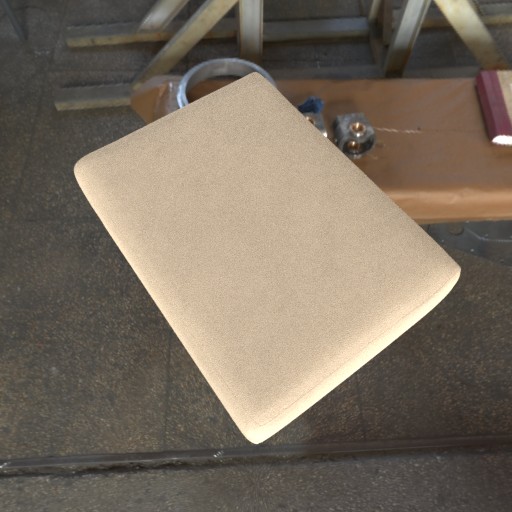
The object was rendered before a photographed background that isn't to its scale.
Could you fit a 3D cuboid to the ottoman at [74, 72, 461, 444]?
[{"bbox_3d":[0.000,0.000,1.170,0.569,0.504,0.773,-33,68,-16],"label":"ottoman"}]
